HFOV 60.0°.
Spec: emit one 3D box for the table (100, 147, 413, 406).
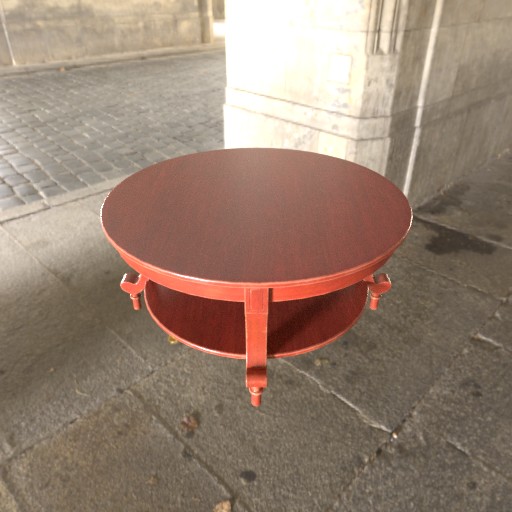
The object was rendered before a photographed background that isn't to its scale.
[{"bbox_3d":[0.000,0.000,1.644,1.029,0.486,1.029,0,32,0],"label":"table"}]
